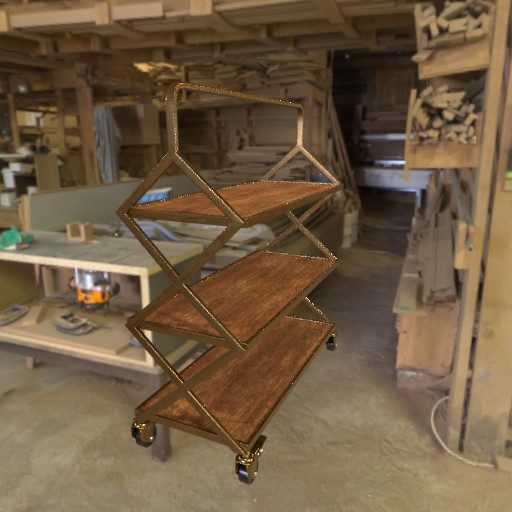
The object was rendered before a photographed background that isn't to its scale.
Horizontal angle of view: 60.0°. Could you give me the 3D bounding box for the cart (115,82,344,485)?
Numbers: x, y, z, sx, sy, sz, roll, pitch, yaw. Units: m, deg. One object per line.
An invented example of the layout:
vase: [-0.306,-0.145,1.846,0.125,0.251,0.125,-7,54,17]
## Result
cart: [0.000,0.000,1.184,0.313,0.805,0.723,7,17,24]
